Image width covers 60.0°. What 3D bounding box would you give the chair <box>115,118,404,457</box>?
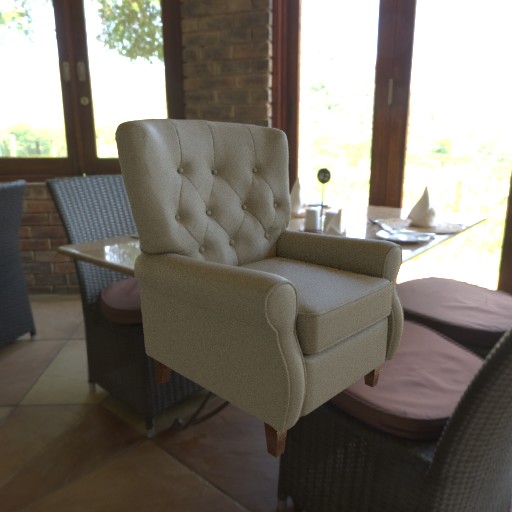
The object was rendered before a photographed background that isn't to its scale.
[{"bbox_3d":[0.000,0.000,1.913,1.059,1.158,0.943,13,19,43],"label":"chair"}]
